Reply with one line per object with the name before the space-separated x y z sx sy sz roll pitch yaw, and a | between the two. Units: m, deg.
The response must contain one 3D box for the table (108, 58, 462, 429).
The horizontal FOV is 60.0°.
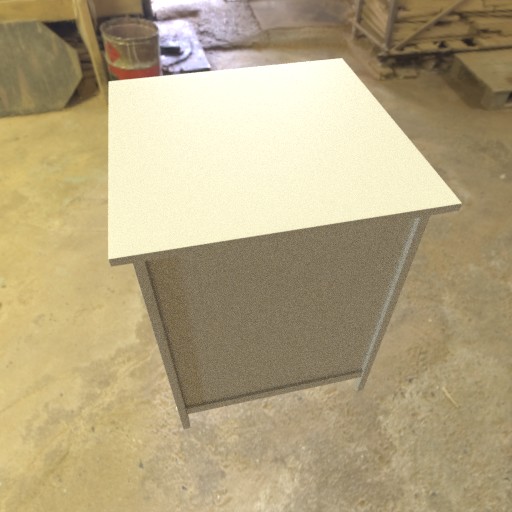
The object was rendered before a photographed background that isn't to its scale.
table | 0.000 0.000 0.763 0.381 0.483 0.381 -9 48 -9
